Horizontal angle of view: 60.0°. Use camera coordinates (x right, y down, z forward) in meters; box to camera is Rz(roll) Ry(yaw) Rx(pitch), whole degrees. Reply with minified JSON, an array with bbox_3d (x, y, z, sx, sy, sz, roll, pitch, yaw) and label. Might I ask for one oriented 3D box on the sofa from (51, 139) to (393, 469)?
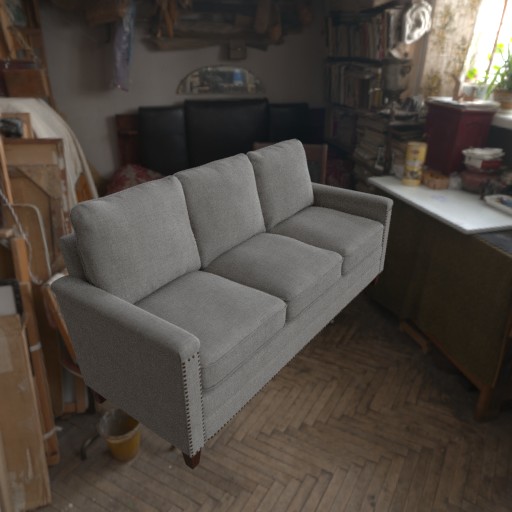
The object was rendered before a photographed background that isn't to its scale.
[{"bbox_3d":[0.000,0.000,2.423,0.828,0.959,1.925,18,31,32],"label":"sofa"}]
